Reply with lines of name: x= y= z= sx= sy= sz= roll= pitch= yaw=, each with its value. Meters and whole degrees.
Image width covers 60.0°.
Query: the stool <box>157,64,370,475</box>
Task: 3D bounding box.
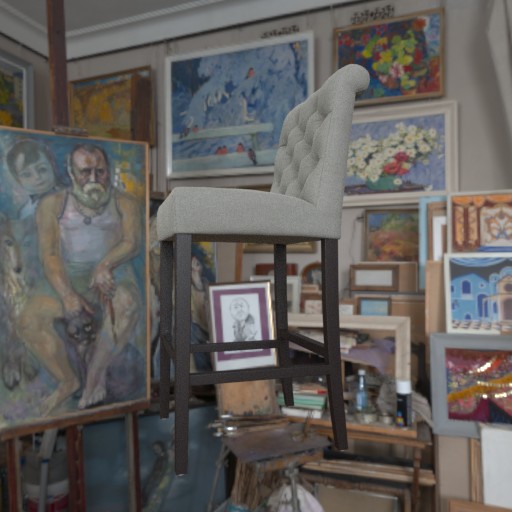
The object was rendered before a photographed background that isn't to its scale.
stool: x=0.000 y=0.000 z=1.444 sx=0.601 sy=1.140 sz=0.493 roll=0 pitch=-1 yaw=-17
